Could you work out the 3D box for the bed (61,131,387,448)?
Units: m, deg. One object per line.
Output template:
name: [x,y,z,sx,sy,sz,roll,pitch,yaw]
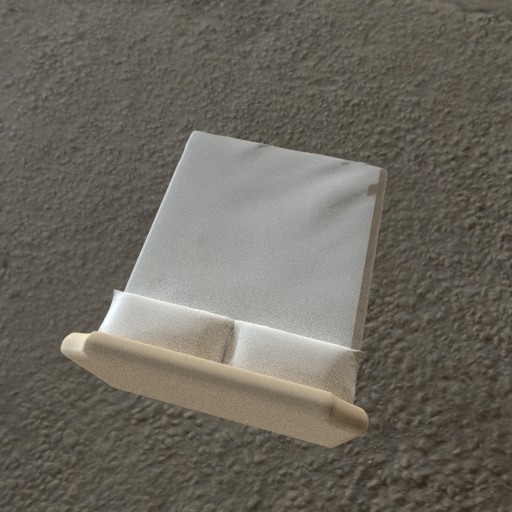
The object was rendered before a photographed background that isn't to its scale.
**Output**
bed: [0.000,0.000,3.826,2.134,1.524,2.548,13,64,7]
